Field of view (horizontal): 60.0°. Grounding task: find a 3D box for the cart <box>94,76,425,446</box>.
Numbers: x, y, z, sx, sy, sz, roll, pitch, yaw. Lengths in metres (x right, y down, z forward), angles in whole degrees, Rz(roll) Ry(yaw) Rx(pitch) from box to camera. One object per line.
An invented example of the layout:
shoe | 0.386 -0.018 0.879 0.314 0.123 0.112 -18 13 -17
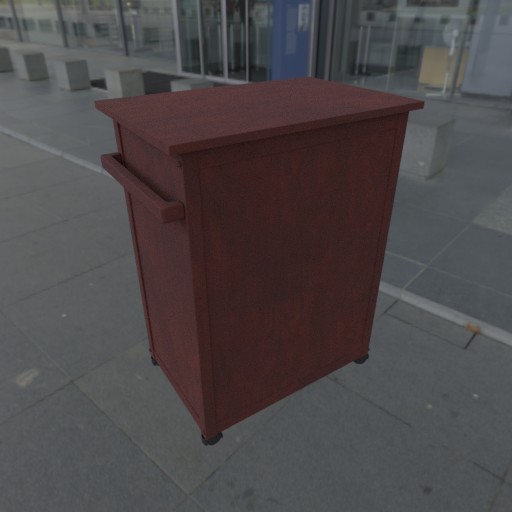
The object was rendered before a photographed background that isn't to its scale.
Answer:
cart | 0.000 0.000 1.285 0.683 0.864 0.442 -18 35 -28
